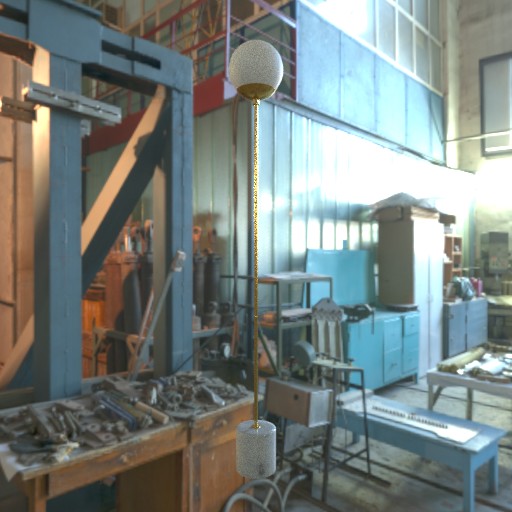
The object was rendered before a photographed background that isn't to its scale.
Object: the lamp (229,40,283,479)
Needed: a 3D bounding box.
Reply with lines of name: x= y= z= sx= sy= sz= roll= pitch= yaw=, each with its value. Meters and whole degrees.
lamp: x=0.000 y=0.000 z=1.822 sx=0.224 sy=1.753 sz=0.224 roll=0 pitch=0 yaw=-1
